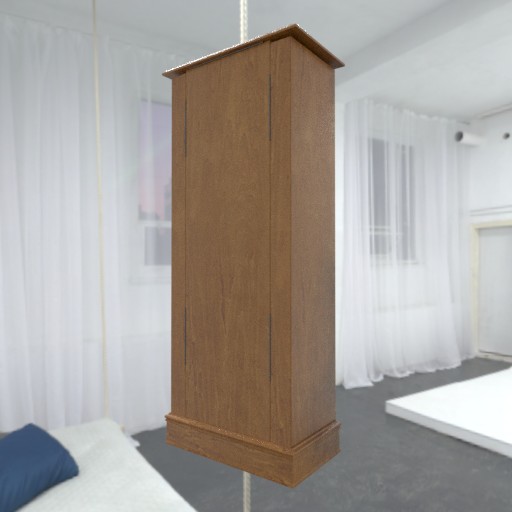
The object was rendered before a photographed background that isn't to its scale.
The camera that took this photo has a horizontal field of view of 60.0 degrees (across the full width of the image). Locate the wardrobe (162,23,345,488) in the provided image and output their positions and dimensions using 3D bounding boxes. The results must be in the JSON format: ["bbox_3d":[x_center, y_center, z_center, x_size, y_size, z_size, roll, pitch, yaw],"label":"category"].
[{"bbox_3d":[0.000,0.000,1.134,0.406,0.959,0.273,-1,-1,37],"label":"wardrobe"}]
